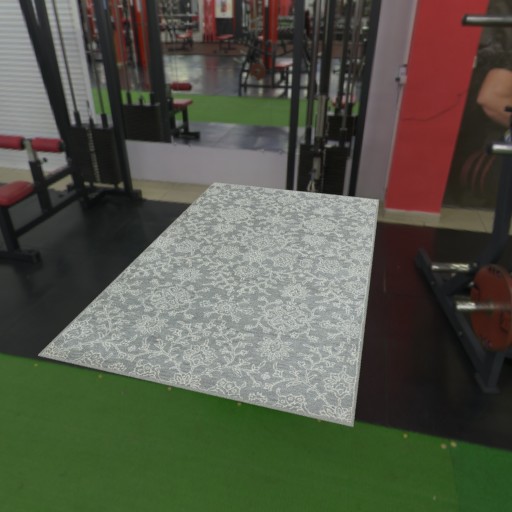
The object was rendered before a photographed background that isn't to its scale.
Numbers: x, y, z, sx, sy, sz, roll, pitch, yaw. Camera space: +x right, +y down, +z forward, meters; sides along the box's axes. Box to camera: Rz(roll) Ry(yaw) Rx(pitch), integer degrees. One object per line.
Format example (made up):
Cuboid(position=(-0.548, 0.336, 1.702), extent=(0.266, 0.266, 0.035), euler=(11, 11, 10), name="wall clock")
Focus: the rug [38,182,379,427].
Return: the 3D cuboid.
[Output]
Cuboid(position=(0.000, 0.000, 2.989), extent=(1.515, 0.010, 2.430), euler=(8, 31, 14), name="rug")
